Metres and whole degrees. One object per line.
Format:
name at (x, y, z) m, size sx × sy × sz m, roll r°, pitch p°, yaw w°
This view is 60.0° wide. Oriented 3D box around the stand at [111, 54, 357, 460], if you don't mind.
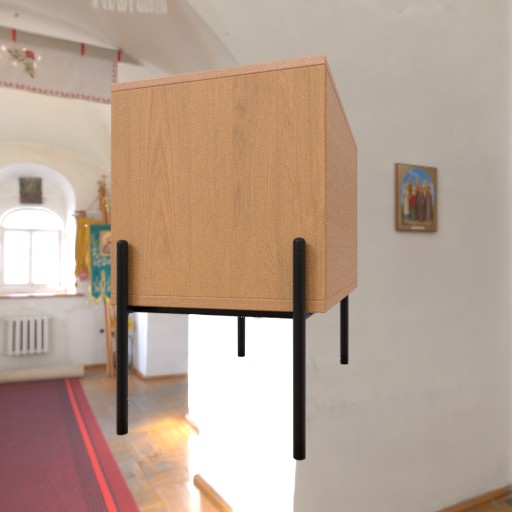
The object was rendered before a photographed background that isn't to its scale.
stand at (0.000, 0.000, 0.999) m, size 0.400 × 0.600 × 0.630 m, roll 0°, pitch 0°, yaw 17°
